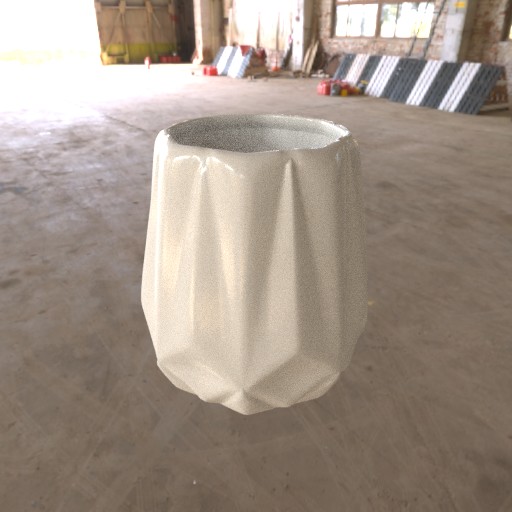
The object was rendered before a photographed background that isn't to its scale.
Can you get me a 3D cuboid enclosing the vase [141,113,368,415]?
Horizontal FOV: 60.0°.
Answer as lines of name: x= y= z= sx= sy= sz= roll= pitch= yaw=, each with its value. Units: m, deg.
vase: x=0.000 y=0.000 z=0.269 sx=0.141 sy=0.152 sz=0.141 roll=0 pitch=28 yaw=0
